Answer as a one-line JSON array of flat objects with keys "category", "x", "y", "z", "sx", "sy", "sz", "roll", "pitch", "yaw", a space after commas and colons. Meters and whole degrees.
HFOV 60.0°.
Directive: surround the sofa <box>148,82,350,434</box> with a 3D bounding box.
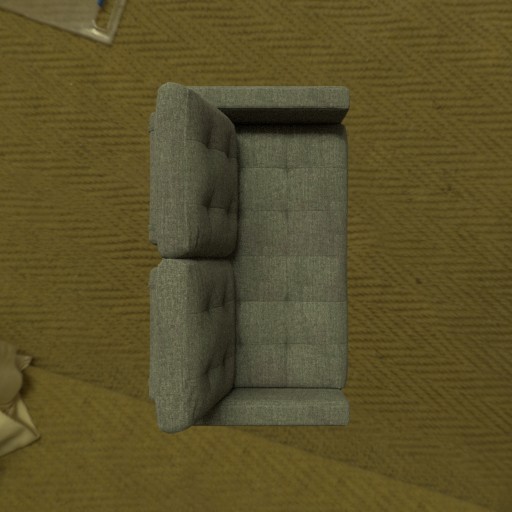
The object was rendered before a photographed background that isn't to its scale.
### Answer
[{"category": "sofa", "x": 0.000, "y": 0.000, "z": 1.938, "sx": 0.842, "sy": 0.907, "sz": 1.407, "roll": 0, "pitch": 90, "yaw": 0}]
